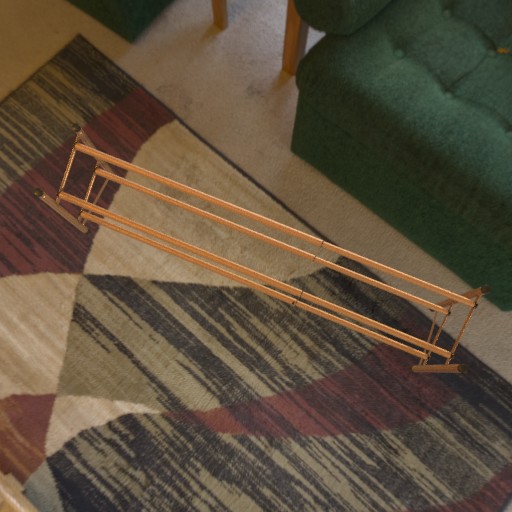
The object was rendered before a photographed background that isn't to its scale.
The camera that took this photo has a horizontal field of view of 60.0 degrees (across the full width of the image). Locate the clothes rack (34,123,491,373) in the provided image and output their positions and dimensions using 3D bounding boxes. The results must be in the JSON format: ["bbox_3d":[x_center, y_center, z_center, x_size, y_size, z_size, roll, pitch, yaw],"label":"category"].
[{"bbox_3d":[0.000,0.000,1.287,1.168,0.349,0.229,22,77,6],"label":"clothes rack"}]
